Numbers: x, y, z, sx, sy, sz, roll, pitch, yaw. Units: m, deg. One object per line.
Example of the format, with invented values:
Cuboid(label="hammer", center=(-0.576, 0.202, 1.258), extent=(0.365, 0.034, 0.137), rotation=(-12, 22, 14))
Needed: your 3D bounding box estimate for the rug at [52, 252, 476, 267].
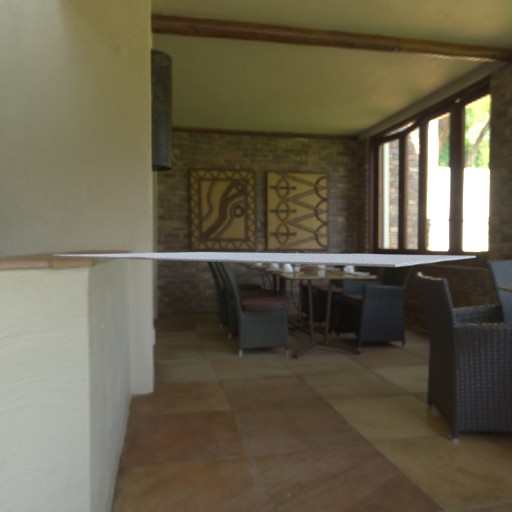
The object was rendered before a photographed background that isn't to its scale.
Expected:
Cuboid(label="rug", center=(0.000, 0.000, 3.021), extent=(2.460, 0.016, 1.545), rotation=(1, 2, 37))
